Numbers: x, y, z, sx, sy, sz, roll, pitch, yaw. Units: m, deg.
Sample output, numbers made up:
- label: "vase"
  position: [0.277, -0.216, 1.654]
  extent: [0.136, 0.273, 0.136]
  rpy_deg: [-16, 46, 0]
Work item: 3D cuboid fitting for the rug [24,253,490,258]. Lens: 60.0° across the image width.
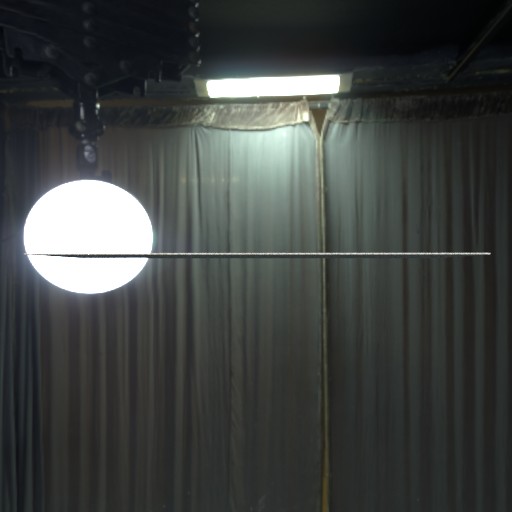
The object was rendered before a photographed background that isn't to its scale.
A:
- label: "rug"
  position: [0.000, 0.000, 2.490]
  extent: [2.277, 0.008, 0.676]
  rpy_deg: [0, -2, 1]
